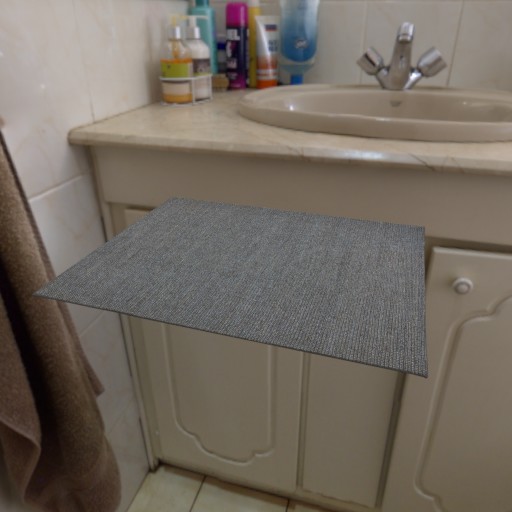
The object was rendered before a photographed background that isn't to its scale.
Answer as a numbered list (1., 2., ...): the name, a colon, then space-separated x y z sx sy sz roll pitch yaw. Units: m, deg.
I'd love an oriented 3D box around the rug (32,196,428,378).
1. rug: 0.000 0.000 4.218 3.068 0.021 2.456 9 29 16
